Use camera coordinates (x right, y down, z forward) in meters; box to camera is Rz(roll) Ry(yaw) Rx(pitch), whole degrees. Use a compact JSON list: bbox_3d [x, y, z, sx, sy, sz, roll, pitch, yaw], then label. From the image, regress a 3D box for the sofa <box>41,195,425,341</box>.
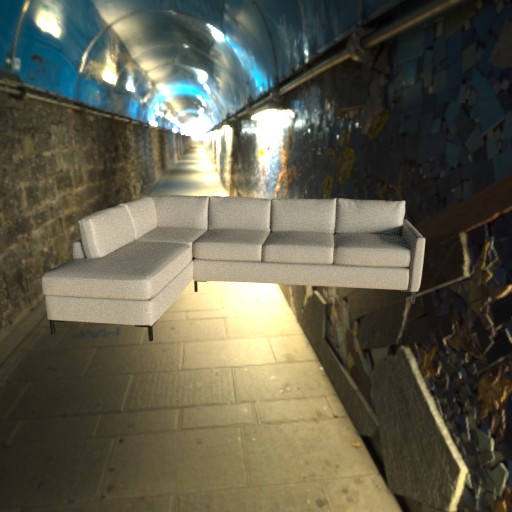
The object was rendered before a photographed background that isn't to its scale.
[{"bbox_3d":[0.000,0.000,3.258,2.423,0.703,1.617,2,15,8],"label":"sofa"}]
